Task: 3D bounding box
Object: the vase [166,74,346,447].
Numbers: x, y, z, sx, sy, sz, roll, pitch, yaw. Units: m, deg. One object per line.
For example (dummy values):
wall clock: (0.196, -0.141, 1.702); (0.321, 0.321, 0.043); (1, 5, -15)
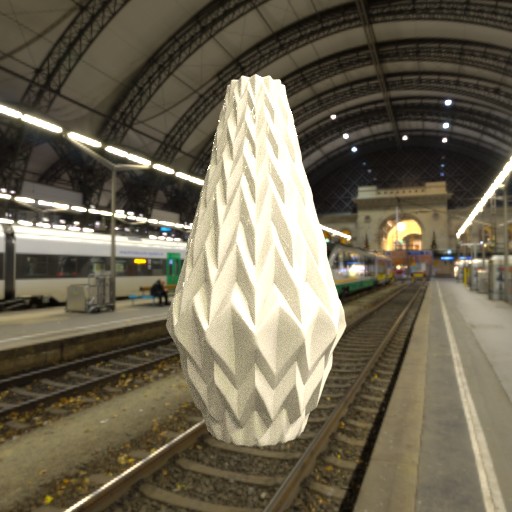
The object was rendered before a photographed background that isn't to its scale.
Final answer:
vase: (0.000, 0.000, 0.422); (0.167, 0.328, 0.167); (0, -2, 0)
